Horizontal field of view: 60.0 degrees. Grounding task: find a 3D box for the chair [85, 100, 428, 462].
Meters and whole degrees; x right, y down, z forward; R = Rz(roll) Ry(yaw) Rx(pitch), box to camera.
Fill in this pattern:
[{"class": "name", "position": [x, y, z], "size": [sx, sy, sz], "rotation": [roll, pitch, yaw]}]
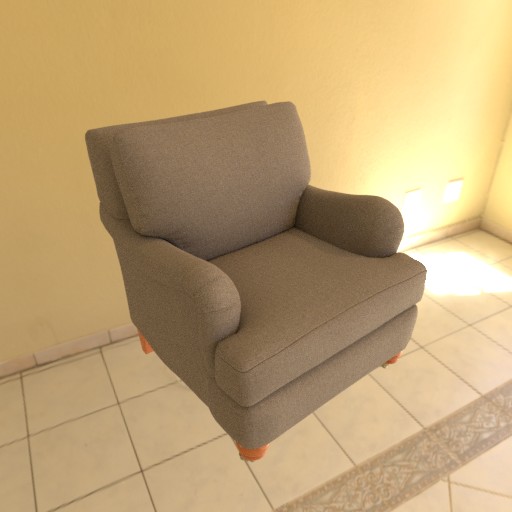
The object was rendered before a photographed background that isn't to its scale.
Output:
[{"class": "chair", "position": [0.000, 0.000, 1.808], "size": [0.955, 1.038, 1.070], "rotation": [-22, 37, -32]}]
